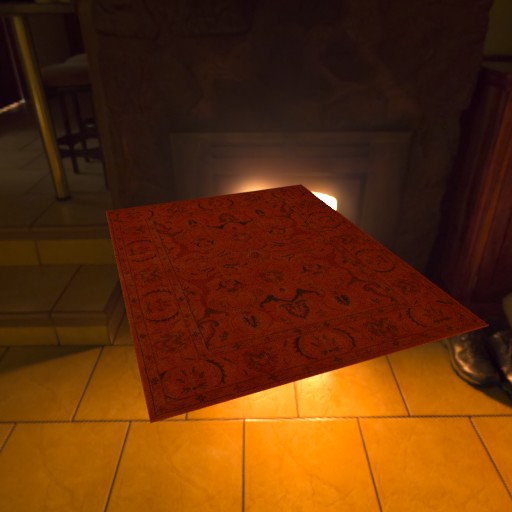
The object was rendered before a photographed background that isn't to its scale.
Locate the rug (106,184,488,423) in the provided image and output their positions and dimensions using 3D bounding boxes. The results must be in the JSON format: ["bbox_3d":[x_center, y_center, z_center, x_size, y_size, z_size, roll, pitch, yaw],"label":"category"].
[{"bbox_3d":[0.000,0.000,3.870,2.300,0.012,2.929,-11,31,-18],"label":"rug"}]
